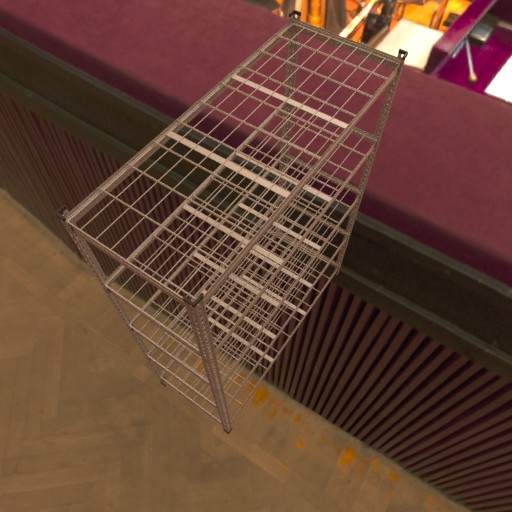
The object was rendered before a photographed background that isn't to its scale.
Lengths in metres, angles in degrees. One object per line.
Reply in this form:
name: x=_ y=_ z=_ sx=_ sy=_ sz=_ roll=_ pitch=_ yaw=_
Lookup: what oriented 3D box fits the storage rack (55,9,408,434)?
storage rack: x=0.000 y=0.000 z=2.574 sx=0.610 sy=1.981 sz=1.524 roll=30 pitch=63 yaw=18
